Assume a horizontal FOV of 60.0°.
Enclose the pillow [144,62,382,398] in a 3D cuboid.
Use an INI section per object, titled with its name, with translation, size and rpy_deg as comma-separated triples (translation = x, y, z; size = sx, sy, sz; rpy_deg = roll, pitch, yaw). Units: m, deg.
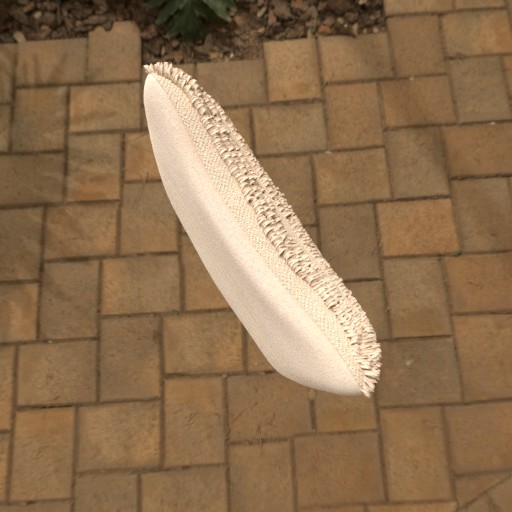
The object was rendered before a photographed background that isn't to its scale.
[pillow]
translation = 0.000, 0.000, 0.659
size = 0.145, 0.427, 0.437
rpy_deg = -32, 78, -7
